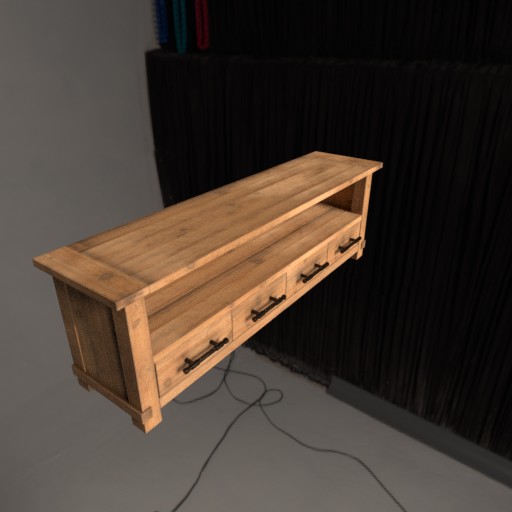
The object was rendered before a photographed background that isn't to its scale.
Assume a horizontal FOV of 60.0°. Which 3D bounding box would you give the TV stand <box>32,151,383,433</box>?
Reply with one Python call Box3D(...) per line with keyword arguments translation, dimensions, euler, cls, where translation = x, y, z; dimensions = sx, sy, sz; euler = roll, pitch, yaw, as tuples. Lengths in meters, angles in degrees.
Box3D(translation=(0.000, 0.000, 2.080), dimensions=(0.453, 0.573, 1.804), euler=(19, 32, 33), cls="TV stand")
